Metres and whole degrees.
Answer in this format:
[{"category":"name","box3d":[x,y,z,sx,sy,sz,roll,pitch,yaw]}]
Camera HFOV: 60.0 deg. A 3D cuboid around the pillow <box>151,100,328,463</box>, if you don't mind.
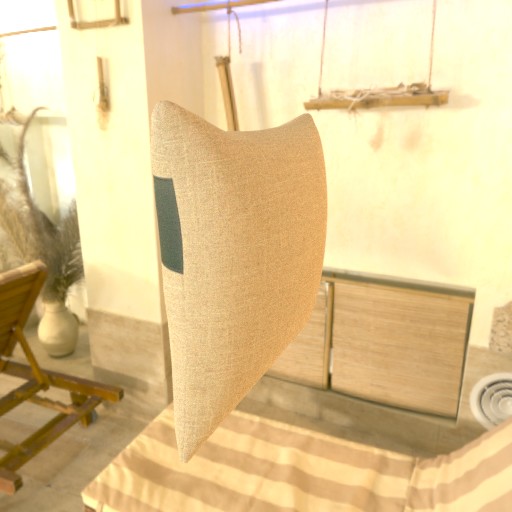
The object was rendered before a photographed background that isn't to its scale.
[{"category":"pillow","box3d":[0.000,0.000,0.631,0.173,0.399,0.414,7,18,24]}]
